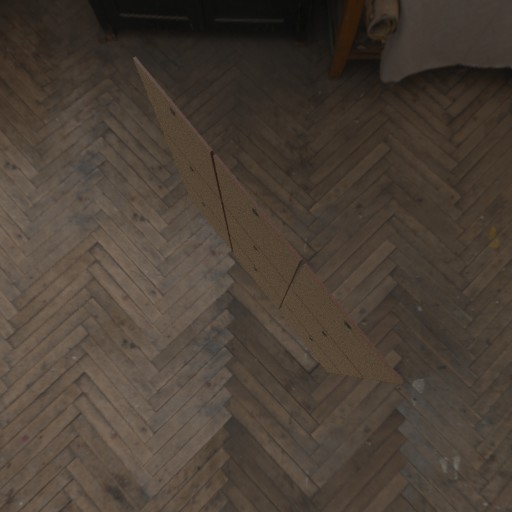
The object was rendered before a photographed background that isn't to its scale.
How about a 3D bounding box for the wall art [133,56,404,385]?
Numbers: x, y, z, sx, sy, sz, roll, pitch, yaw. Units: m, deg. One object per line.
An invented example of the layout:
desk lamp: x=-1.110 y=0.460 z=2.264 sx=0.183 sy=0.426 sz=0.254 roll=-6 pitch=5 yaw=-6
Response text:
wall art: x=0.000 y=0.000 z=2.314 sx=0.019 sy=1.532 sz=1.533 roll=-37 pitch=80 yaw=-8
